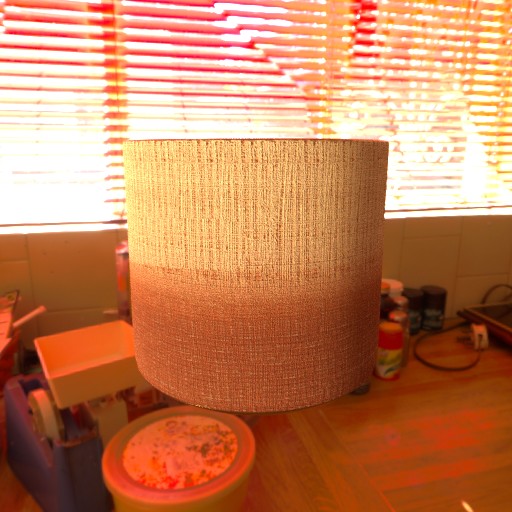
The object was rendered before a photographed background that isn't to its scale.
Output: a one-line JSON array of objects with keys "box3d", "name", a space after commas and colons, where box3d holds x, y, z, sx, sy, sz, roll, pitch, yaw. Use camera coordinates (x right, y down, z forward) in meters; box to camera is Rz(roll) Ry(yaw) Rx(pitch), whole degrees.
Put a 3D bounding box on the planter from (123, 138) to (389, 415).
[{"box3d": [0.000, 0.000, 0.398, 0.221, 0.201, 0.221, 0, 14, 0], "name": "planter"}]
